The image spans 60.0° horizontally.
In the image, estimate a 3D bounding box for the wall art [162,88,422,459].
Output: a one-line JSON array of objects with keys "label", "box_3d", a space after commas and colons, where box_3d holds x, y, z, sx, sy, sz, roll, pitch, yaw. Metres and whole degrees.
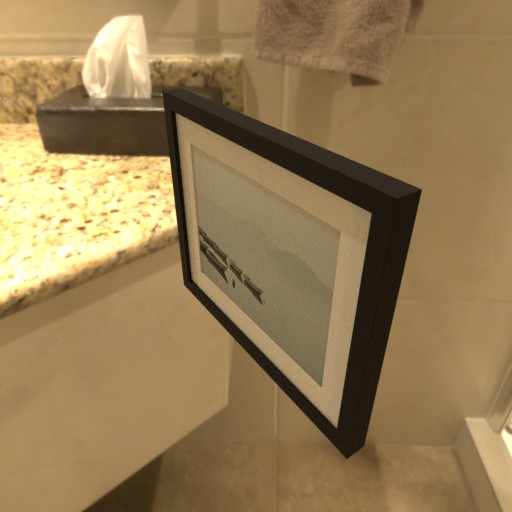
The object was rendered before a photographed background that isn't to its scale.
[{"label": "wall art", "box_3d": [0.000, 0.000, 0.553, 0.028, 0.325, 0.397, -21, 39, -29]}]
